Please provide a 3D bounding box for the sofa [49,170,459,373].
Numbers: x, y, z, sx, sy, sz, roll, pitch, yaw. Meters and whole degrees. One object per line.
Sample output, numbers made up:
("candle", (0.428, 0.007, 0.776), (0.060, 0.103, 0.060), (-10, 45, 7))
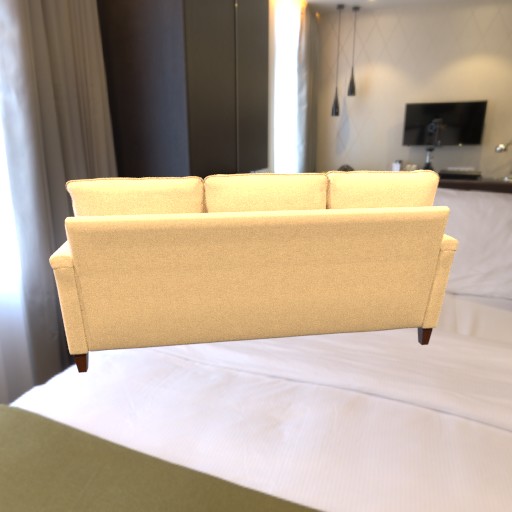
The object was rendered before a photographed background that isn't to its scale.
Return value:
("sofa", (0.000, 0.000, 2.439), (1.925, 0.961, 0.828), (-3, 16, -9))
